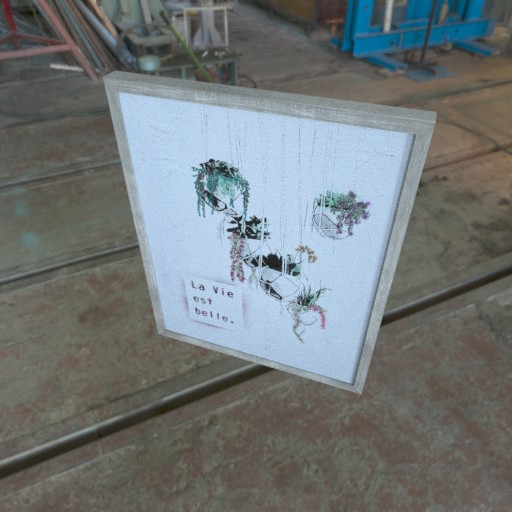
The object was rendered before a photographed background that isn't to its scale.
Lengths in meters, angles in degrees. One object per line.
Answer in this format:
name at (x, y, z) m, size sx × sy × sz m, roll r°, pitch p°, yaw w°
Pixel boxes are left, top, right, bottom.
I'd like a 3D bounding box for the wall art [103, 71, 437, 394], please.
wall art at (0.000, 0.000, 0.710) m, size 0.421 × 0.521 × 0.032 m, roll 13°, pitch 42°, yaw 15°
